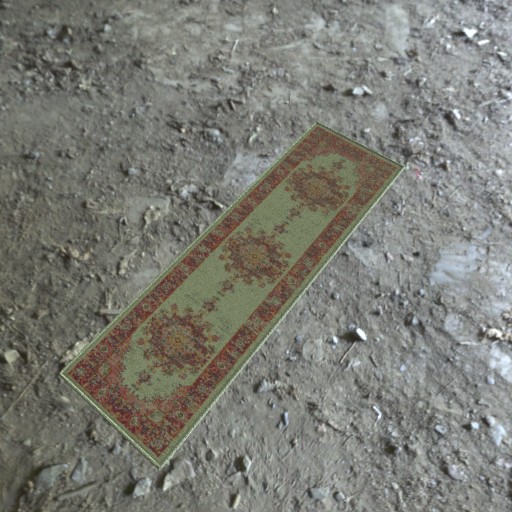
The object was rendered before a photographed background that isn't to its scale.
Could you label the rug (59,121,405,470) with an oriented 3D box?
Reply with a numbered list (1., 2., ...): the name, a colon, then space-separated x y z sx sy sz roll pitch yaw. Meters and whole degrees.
1. rug: 0.000 0.000 2.031 0.562 0.009 1.824 34 64 19
